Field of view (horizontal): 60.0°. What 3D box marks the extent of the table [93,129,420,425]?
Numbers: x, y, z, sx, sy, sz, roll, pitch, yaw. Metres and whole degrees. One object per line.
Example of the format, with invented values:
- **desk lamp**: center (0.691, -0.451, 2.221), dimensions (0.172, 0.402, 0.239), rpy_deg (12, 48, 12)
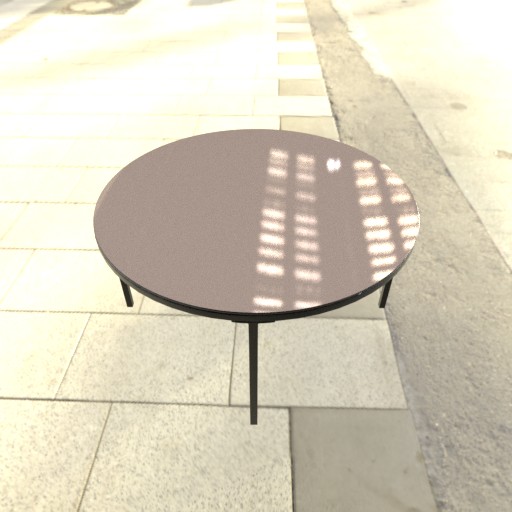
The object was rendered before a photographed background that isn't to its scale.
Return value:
- **table**: center (0.000, 0.000, 1.255), dimensions (0.800, 0.400, 0.800), rpy_deg (0, 40, 0)
